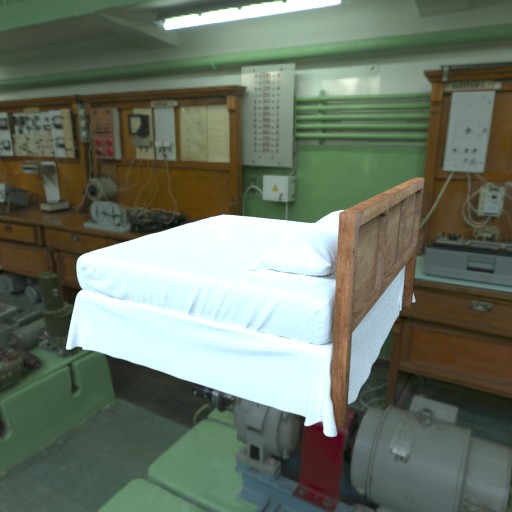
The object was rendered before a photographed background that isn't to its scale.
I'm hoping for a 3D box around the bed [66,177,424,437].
[{"bbox_3d":[0.000,0.000,3.518,2.165,1.158,2.255,8,17,28],"label":"bed"}]
